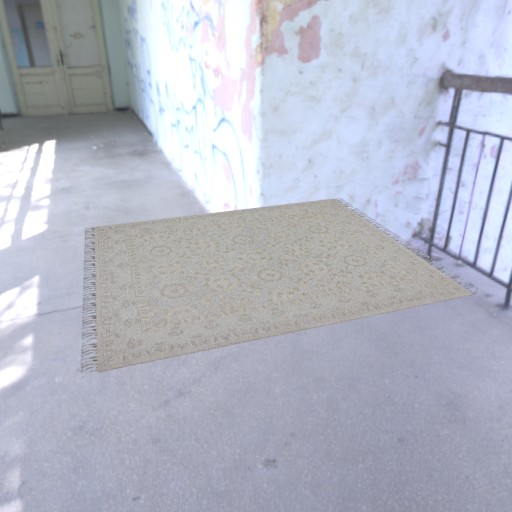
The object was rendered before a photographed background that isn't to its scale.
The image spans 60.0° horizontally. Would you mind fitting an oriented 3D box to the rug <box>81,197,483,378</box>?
[{"bbox_3d":[0.000,0.000,4.128,3.043,0.013,2.444,-9,28,-16],"label":"rug"}]
